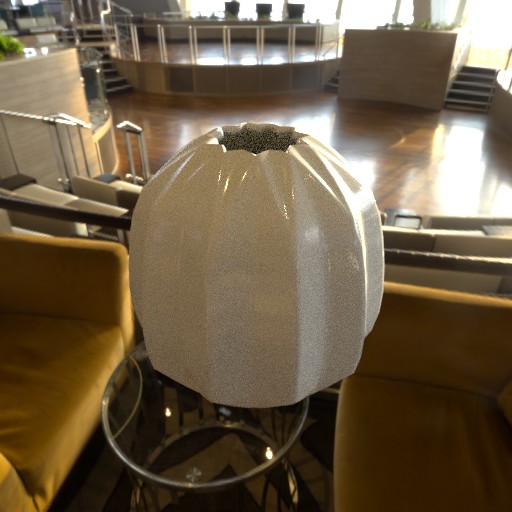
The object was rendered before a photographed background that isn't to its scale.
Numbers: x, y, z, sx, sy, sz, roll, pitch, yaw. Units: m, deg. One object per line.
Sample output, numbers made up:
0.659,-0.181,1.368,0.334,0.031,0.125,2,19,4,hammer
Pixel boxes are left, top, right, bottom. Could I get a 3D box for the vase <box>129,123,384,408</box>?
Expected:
0.000,0.000,0.245,0.139,0.134,0.139,0,32,0,vase
